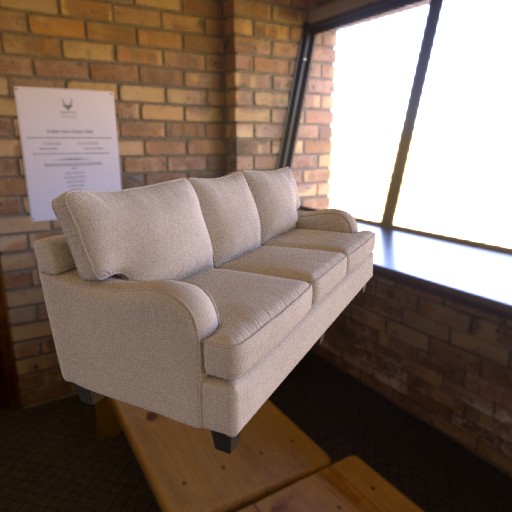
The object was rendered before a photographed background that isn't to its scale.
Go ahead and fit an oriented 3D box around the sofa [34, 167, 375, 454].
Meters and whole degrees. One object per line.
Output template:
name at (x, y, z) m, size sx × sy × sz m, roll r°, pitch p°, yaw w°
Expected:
sofa at (0.000, 0.000, 2.742) m, size 1.016 × 0.991 × 2.323 m, roll 7°, pitch 16°, yaw 26°
